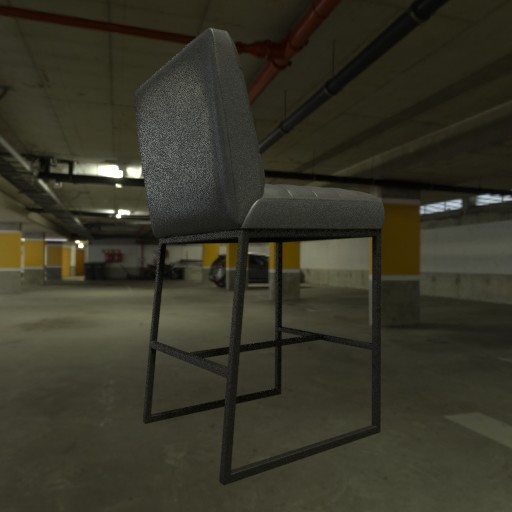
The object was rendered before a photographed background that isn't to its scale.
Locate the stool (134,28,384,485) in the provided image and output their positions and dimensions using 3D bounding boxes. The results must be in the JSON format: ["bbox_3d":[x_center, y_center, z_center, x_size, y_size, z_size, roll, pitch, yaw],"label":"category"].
[{"bbox_3d":[0.000,0.000,1.217,0.552,0.938,0.457,1,-1,-35],"label":"stool"}]
